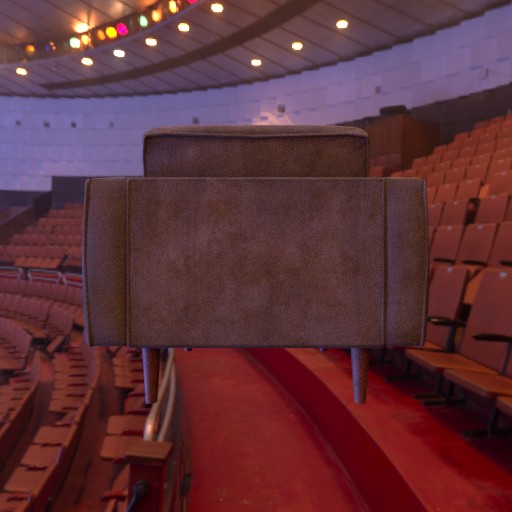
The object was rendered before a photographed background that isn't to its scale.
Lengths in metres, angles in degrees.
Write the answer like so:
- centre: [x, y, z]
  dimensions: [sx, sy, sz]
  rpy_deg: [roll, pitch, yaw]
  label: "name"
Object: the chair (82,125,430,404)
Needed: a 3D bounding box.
- centre: [0.000, 0.000, 1.545]
  dimensions: [0.928, 0.773, 0.843]
  rpy_deg: [0, 0, 0]
  label: "chair"
